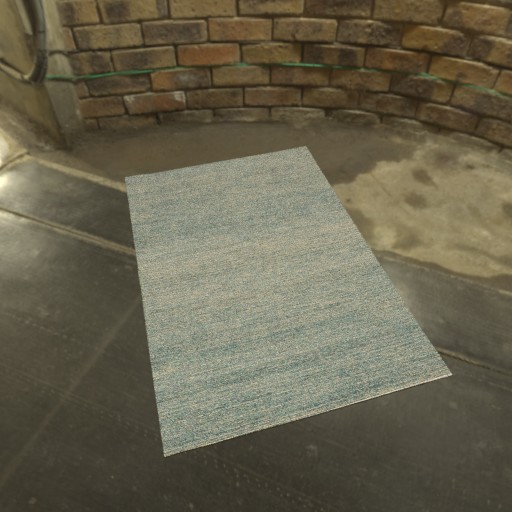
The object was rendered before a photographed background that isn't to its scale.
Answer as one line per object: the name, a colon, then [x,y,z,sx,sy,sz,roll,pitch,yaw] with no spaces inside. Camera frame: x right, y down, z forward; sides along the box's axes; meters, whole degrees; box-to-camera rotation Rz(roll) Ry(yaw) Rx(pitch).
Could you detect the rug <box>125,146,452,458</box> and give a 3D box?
rug: [0.000,0.000,5.349,2.802,0.052,4.078,-12,48,-11]
